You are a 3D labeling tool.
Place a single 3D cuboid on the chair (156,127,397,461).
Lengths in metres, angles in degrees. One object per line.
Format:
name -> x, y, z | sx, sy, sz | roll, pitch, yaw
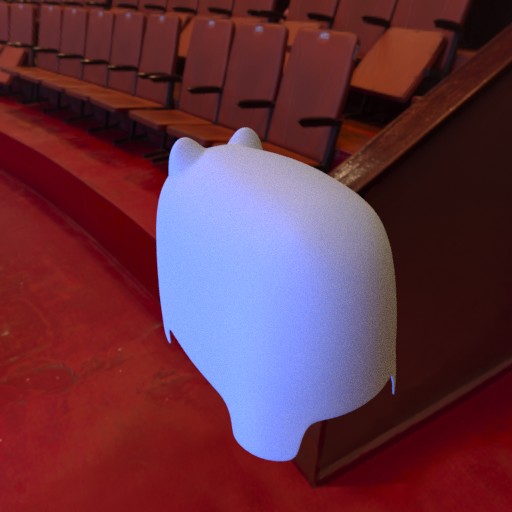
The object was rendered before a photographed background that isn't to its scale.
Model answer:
chair -> 0.000, 0.000, 0.873 | 0.364, 0.423, 0.619 | -19, 35, -29
